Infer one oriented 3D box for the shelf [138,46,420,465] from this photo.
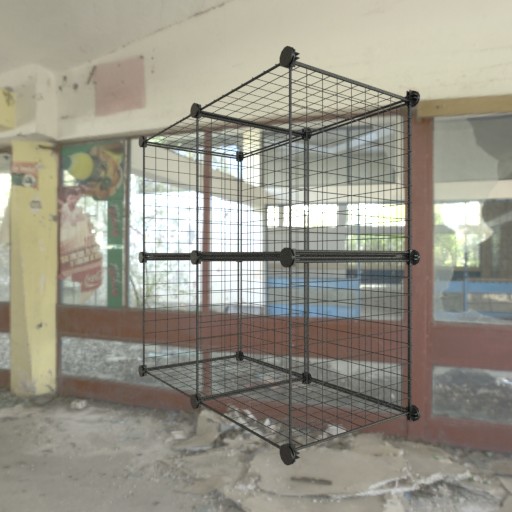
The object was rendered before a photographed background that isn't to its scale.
[{"bbox_3d":[0.000,0.000,1.133,0.356,0.711,0.711,0,0,-35],"label":"shelf"}]
